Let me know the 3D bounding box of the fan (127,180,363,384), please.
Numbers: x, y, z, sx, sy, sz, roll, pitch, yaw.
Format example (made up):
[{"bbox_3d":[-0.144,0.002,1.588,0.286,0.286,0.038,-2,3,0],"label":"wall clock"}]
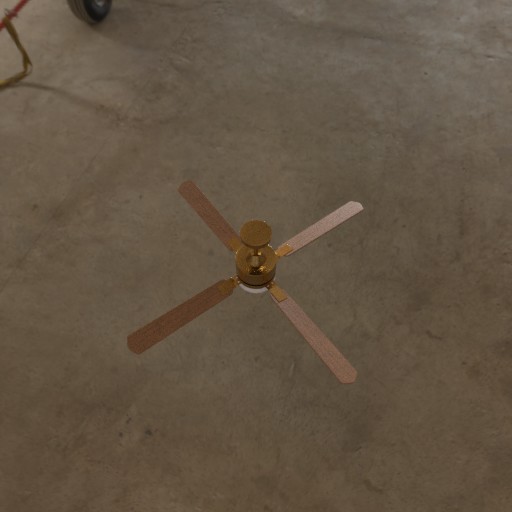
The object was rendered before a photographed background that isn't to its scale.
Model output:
[{"bbox_3d":[0.000,0.000,1.973,1.320,0.355,1.320,-32,62,-19],"label":"fan"}]
